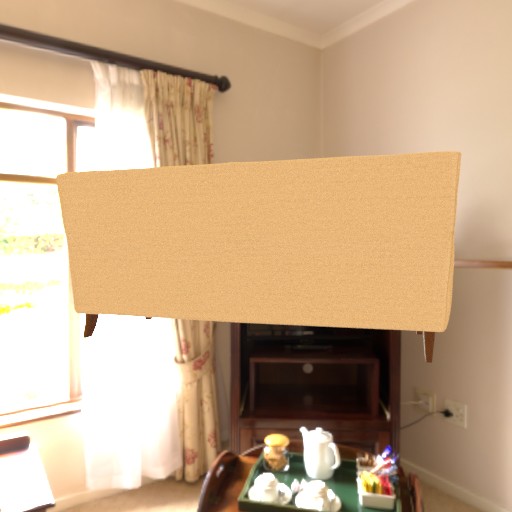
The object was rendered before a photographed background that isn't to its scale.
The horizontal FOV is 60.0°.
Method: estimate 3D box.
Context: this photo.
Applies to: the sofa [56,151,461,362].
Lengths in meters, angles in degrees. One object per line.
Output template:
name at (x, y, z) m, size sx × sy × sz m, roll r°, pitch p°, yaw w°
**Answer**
sofa at (0.000, 0.000, 2.489) m, size 2.001 × 0.907 × 0.841 m, roll 0°, pitch 1°, yaw 17°
